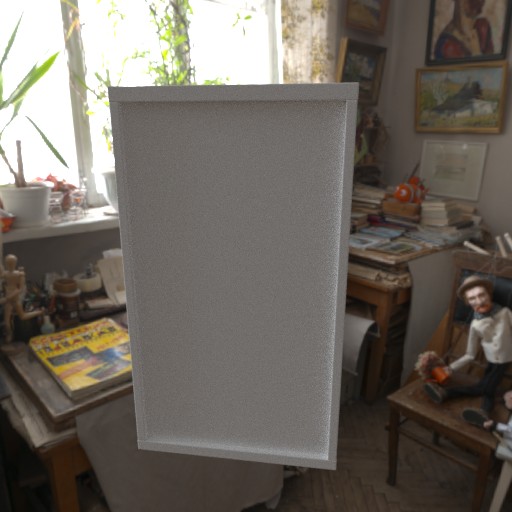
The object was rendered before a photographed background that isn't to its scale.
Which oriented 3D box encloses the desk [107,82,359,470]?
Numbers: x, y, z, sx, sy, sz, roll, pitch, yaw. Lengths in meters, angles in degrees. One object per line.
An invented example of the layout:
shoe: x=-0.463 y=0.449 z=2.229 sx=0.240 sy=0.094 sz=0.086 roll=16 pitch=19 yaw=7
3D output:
desk: x=0.000 y=0.000 z=1.082 sx=0.404 sy=0.730 sz=0.600 roll=2 pitch=16 yaw=8
